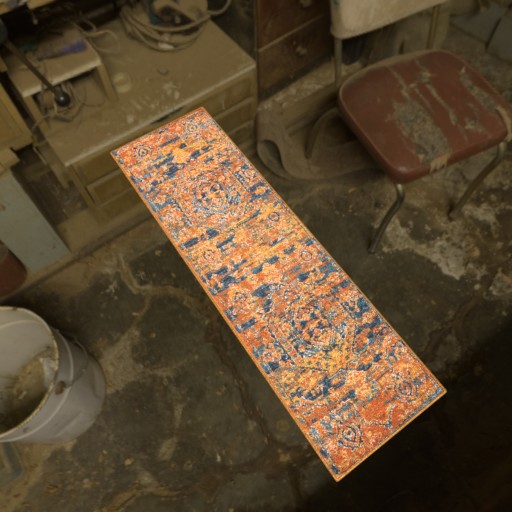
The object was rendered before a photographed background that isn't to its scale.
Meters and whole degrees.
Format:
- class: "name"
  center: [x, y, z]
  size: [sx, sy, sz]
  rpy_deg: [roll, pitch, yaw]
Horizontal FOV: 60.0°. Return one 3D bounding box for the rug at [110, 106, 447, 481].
- class: "rug"
  center: [0.000, 0.000, 1.991]
  size: [0.556, 0.013, 1.820]
  rpy_deg: [-32, 68, -15]
